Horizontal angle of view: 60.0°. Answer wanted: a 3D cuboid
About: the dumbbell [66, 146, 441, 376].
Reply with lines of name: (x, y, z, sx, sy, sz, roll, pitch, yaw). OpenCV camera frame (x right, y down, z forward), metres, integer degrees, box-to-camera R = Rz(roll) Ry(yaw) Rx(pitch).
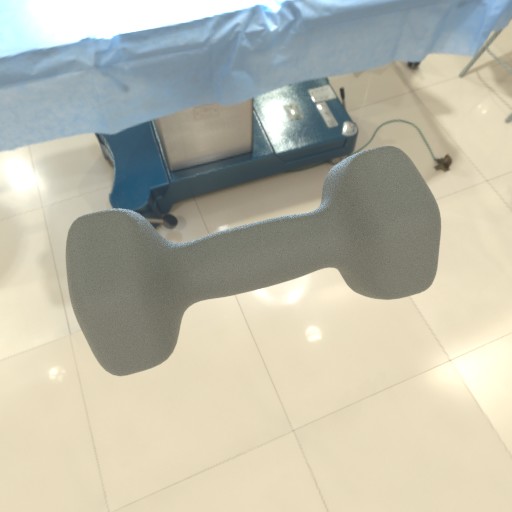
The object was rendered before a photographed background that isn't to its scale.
dumbbell: (0.000, 0.000, 0.238, 0.184, 0.081, 0.090, -14, 62, -7)
